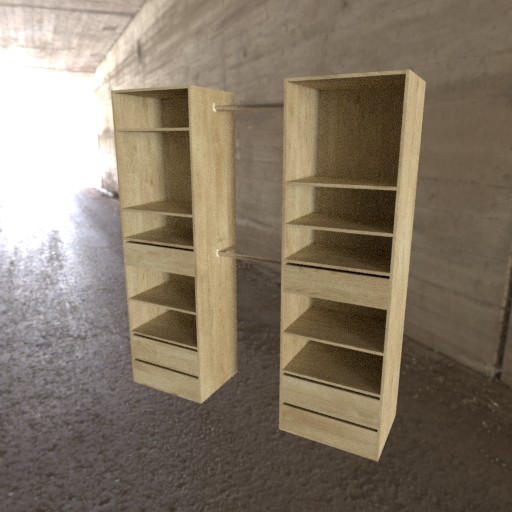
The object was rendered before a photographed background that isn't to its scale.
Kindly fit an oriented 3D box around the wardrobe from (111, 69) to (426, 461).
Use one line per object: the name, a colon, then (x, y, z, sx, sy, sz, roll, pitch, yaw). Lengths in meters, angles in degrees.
wardrobe: (0.000, 0.000, 2.784, 1.770, 2.000, 0.480, 8, 16, 27)
